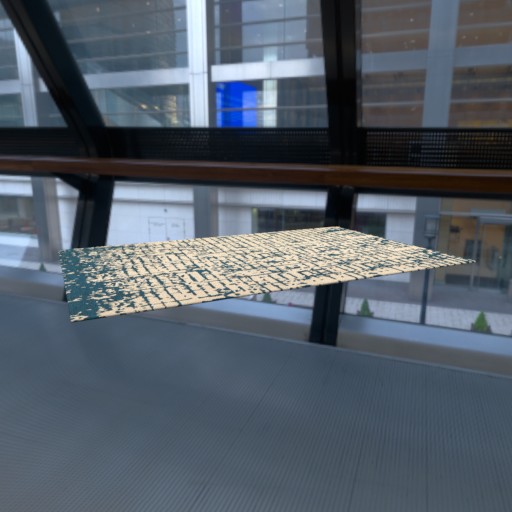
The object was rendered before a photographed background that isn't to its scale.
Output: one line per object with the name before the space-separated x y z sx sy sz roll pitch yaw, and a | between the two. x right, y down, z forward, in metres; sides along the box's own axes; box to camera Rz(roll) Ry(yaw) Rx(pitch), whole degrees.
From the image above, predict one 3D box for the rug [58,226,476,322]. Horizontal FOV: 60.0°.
rug | 0.000 0.000 3.029 2.435 0.011 1.517 -6 15 -25
